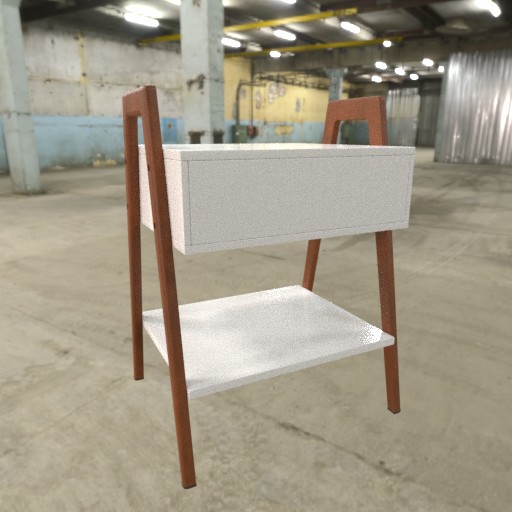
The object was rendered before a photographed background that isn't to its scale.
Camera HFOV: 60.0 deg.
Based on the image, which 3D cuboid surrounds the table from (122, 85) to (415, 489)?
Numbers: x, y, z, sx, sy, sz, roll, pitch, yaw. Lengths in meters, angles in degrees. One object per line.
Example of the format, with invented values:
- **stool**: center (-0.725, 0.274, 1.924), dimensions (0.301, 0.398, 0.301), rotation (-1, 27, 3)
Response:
- **table**: center (0.000, 0.000, 0.890), dimensions (0.457, 0.610, 0.405), rotation (-8, 17, -26)
